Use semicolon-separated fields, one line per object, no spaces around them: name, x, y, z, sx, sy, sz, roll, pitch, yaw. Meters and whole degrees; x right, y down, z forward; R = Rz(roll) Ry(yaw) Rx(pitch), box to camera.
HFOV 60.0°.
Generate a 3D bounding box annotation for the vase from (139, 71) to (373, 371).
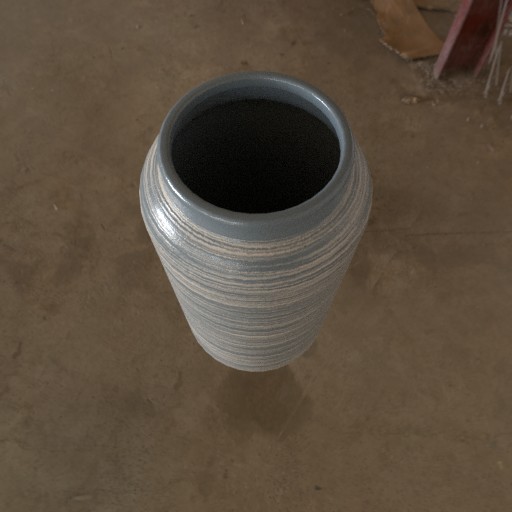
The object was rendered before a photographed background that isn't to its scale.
vase;0.000;0.000;0.295;0.116;0.230;0.116;0;64;0
